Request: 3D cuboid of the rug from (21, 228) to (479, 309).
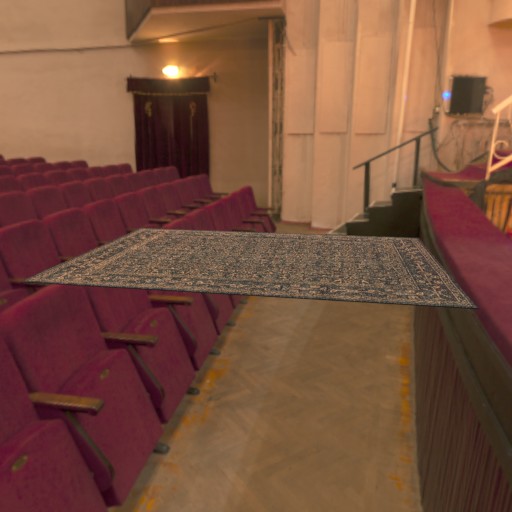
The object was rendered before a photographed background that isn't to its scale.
[{"bbox_3d":[0.000,0.000,2.299,1.819,0.005,1.200,3,15,10],"label":"rug"}]
